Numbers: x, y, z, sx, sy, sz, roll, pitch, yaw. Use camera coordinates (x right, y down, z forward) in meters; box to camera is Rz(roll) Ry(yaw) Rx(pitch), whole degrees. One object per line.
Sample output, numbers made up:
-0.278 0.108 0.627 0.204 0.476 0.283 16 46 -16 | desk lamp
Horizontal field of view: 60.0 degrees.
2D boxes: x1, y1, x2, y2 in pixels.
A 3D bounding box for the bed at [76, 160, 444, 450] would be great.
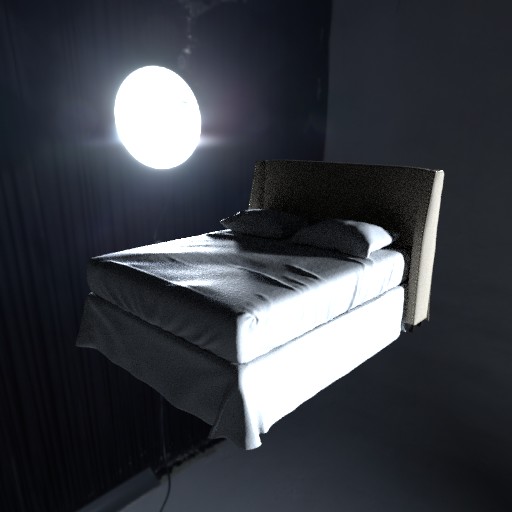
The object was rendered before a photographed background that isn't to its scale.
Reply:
0.000 0.000 3.454 1.925 1.332 2.276 14 21 42 | bed
